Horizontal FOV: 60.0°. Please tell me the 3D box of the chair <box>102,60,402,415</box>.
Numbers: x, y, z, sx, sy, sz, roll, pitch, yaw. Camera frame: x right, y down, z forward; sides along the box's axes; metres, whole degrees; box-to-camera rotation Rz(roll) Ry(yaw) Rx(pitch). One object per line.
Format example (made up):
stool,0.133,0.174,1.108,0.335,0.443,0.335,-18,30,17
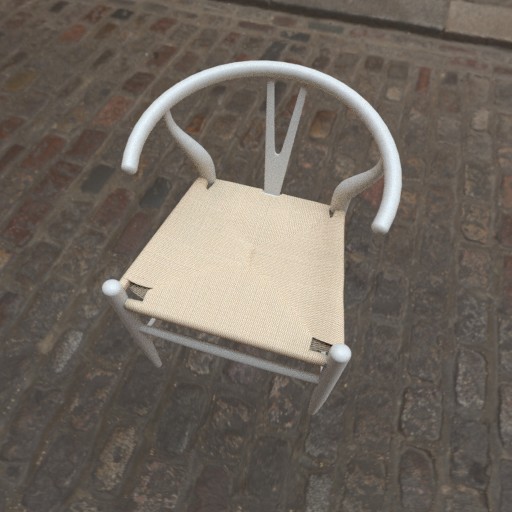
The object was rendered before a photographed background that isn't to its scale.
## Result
chair,0.000,0.000,1.087,0.533,0.736,0.500,15,60,9
